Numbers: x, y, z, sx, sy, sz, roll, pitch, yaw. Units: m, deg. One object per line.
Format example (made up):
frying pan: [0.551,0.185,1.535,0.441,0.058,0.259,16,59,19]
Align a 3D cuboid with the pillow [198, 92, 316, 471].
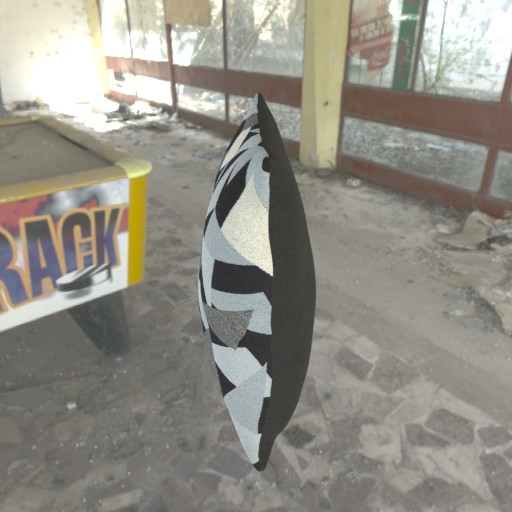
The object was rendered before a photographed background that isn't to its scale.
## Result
pillow: [0.000,0.000,0.790,0.208,0.496,0.503,0,27,-1]
